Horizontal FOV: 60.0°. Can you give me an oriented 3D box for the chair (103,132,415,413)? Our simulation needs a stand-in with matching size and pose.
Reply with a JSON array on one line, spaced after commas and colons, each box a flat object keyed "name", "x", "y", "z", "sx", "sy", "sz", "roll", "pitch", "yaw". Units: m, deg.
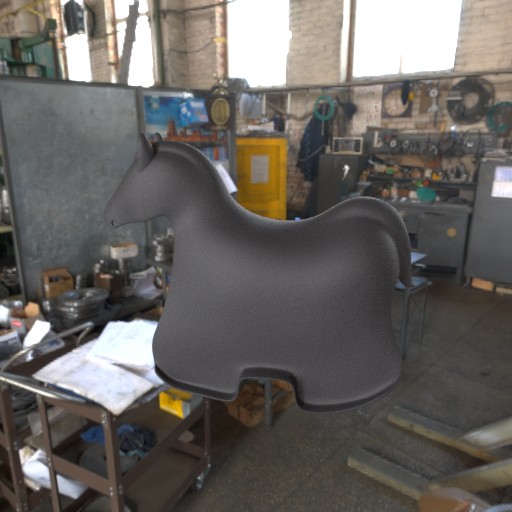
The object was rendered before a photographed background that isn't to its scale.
[{"name": "chair", "x": 0.000, "y": 0.000, "z": 1.143, "sx": 0.800, "sy": 0.612, "sz": 0.429, "roll": 2, "pitch": 16, "yaw": 9}]
